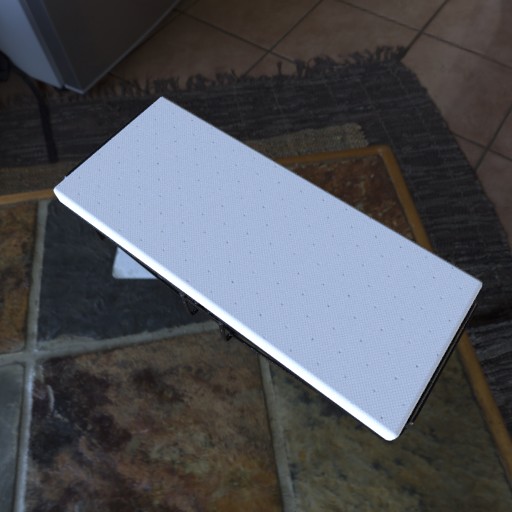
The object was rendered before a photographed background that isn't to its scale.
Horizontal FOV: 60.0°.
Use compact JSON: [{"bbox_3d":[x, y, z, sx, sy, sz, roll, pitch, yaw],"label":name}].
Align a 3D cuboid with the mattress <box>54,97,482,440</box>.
[{"bbox_3d":[0.000,0.000,2.478,2.153,0.519,0.922,34,67,16],"label":"mattress"}]
